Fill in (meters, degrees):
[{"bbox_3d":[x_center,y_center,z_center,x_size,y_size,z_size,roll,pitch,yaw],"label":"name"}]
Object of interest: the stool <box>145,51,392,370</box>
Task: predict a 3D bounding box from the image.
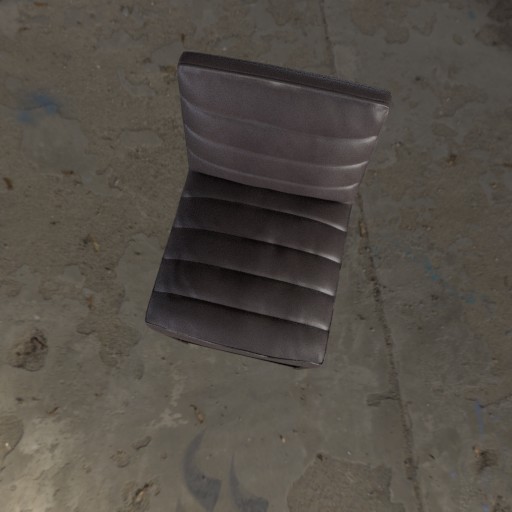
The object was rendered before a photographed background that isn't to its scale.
[{"bbox_3d":[0.000,0.000,1.269,0.463,0.946,0.562,12,75,3],"label":"stool"}]
